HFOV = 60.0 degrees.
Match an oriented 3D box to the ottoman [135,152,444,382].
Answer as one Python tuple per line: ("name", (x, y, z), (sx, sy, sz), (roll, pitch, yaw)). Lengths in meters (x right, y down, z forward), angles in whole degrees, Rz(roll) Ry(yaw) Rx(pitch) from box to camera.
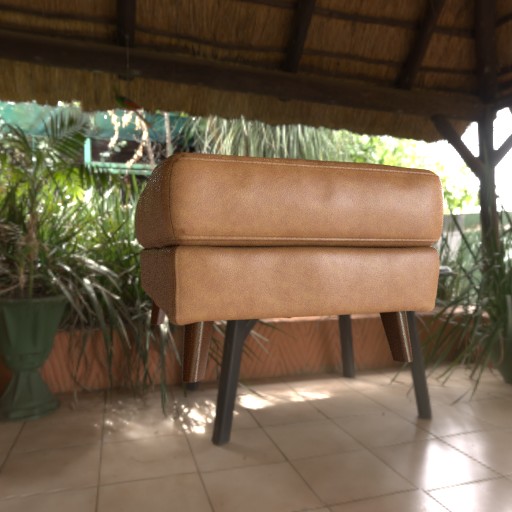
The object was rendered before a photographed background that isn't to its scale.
("ottoman", (0.000, 0.000, 1.239), (0.630, 0.461, 0.869), (0, 1, -18))
